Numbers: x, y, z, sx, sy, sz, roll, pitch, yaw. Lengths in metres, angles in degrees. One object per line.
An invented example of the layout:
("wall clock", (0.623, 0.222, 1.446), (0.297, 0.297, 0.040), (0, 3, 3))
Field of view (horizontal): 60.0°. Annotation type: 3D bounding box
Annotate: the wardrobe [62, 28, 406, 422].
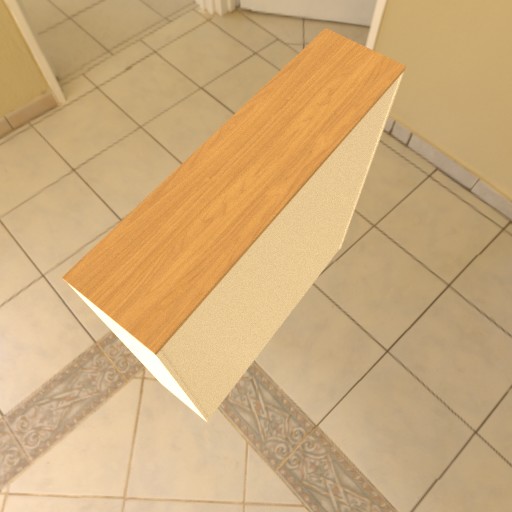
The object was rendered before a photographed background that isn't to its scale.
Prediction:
("wardrobe", (0.000, 0.000, 3.312), (0.590, 2.260, 2.160), (34, 68, 16))
